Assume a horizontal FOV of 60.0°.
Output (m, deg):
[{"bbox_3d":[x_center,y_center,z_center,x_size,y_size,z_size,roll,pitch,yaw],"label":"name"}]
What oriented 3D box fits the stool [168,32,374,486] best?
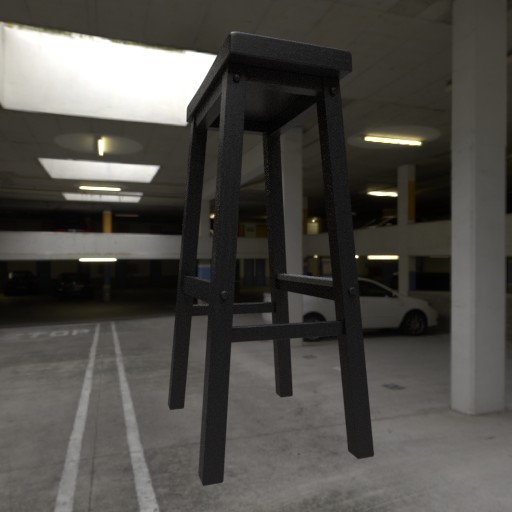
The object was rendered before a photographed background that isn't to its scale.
[{"bbox_3d":[0.000,0.000,0.957,0.322,0.742,0.406,0,0,-19],"label":"stool"}]
